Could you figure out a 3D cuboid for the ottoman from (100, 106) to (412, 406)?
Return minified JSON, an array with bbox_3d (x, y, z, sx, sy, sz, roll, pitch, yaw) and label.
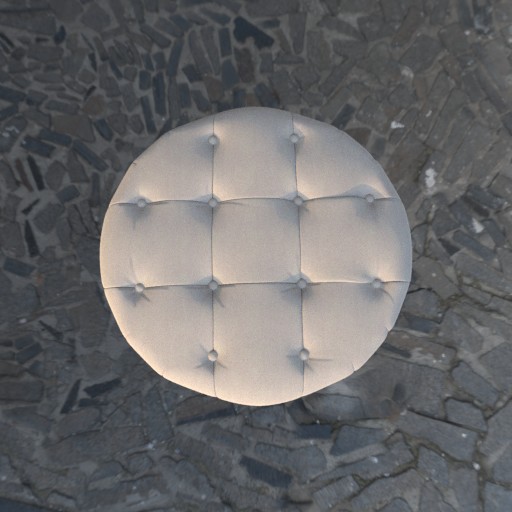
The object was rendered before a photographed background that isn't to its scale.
[{"bbox_3d":[0.000,0.000,1.429,0.901,0.439,0.901,0,78,0],"label":"ottoman"}]
